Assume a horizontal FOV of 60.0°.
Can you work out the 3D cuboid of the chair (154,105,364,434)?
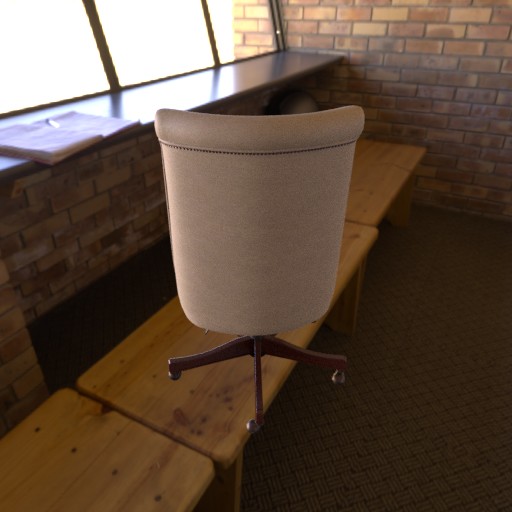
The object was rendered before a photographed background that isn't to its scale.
[{"bbox_3d":[0.000,0.000,1.402,0.645,1.010,0.696,-2,31,-3],"label":"chair"}]
